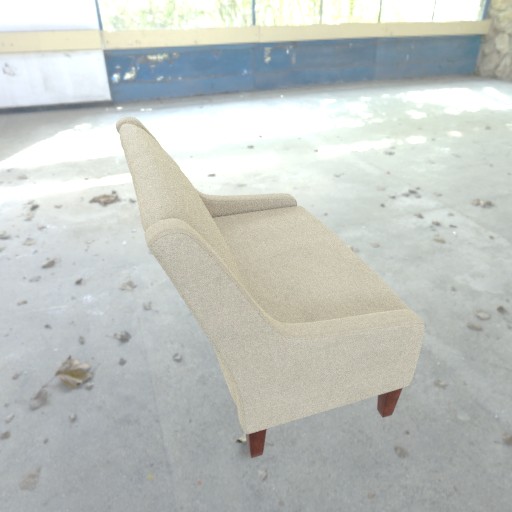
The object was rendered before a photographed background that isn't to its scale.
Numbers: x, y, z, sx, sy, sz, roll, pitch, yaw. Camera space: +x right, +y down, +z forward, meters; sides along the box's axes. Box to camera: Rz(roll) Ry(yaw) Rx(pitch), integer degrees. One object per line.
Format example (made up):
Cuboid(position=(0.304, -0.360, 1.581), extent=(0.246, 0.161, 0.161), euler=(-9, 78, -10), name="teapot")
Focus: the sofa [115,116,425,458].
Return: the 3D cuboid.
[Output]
Cuboid(position=(0.000, 0.000, 1.889), extent=(0.946, 0.976, 1.212), euler=(-10, 32, -16), name="sofa")
